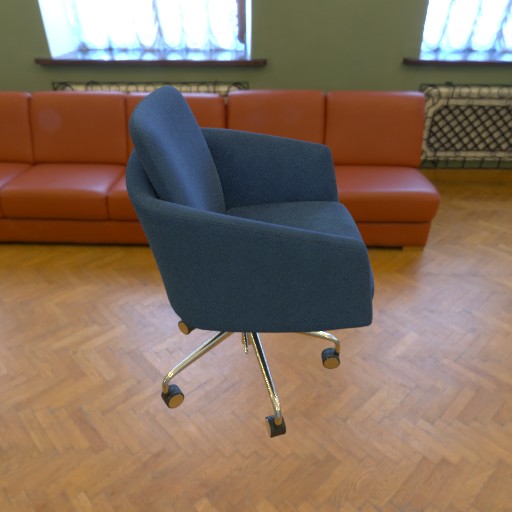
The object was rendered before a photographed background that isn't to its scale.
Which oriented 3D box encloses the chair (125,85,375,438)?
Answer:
[{"bbox_3d":[0.000,0.000,1.334,0.635,0.908,0.641,0,32,0],"label":"chair"}]
